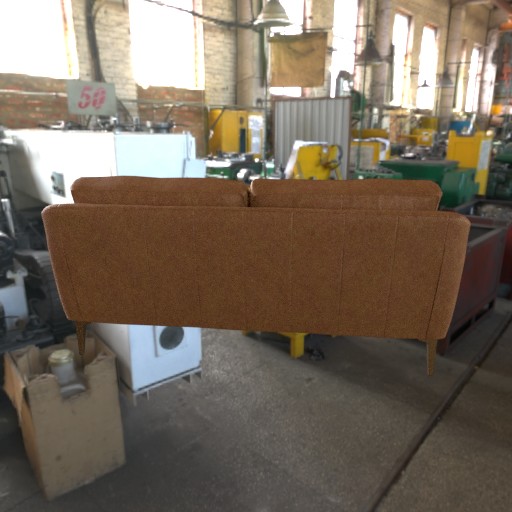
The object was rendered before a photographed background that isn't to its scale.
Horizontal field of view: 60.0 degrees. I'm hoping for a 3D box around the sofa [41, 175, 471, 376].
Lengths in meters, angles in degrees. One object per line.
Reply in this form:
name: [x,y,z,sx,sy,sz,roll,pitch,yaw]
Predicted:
sofa: [0.000,0.000,2.498,2.036,0.945,0.981,2,16,6]
